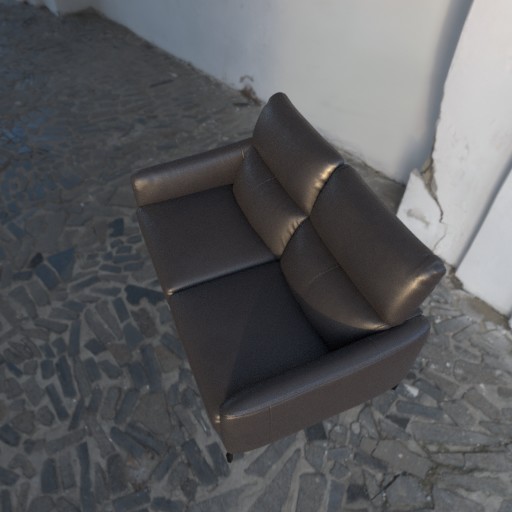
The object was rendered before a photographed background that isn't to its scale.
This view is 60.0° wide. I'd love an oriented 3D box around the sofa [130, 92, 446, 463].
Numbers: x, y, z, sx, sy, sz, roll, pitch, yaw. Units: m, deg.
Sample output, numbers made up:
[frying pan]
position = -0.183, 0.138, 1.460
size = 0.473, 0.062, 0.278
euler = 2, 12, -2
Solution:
[sofa]
position = 0.000, 0.000, 2.223
size = 0.958, 0.920, 1.596
euler = -18, 51, -15
